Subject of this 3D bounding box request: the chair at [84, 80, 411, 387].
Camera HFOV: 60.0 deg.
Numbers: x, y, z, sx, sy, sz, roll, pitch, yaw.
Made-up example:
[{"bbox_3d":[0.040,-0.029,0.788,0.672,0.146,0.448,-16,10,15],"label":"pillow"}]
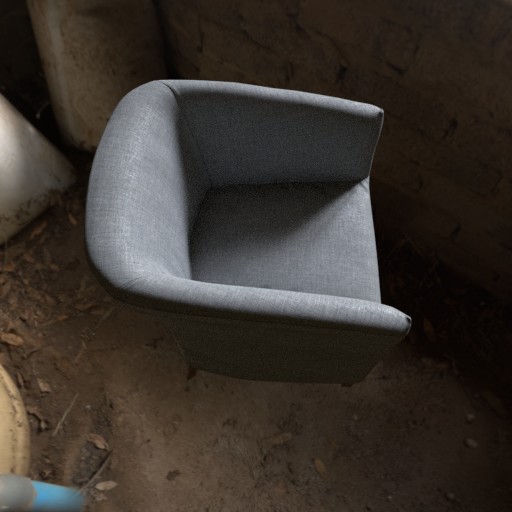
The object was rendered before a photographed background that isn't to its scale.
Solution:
[{"bbox_3d":[0.000,0.000,1.227,0.668,0.771,0.600,2,63,1],"label":"chair"}]
